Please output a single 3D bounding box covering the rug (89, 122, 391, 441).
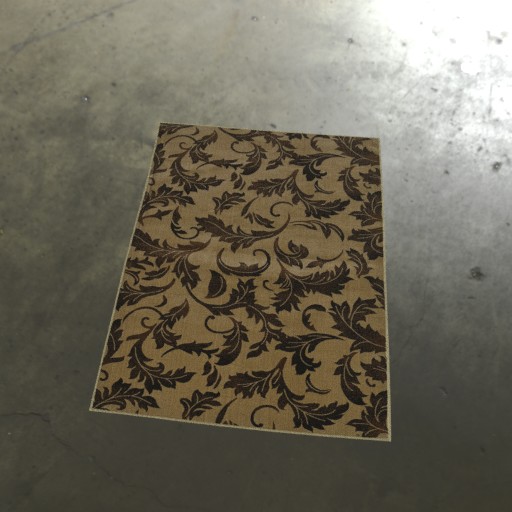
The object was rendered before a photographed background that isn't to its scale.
[{"bbox_3d":[0.000,0.000,4.081,2.380,0.008,2.977,5,65,2],"label":"rug"}]
